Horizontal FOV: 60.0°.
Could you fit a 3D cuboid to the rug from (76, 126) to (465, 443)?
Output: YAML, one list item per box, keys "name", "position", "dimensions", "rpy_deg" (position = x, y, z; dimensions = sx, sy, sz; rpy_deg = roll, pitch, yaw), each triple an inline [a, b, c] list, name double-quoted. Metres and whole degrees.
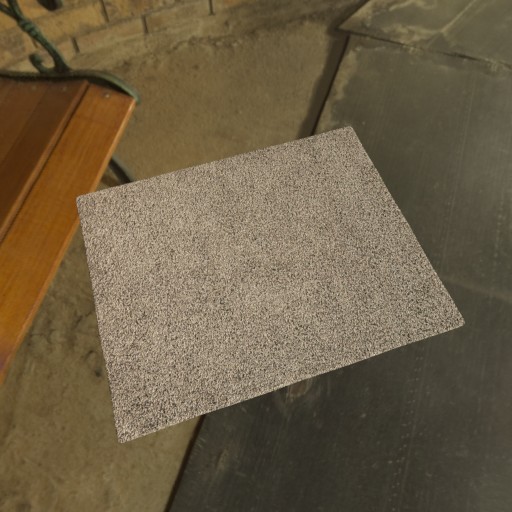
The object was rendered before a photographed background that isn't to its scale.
- name: "rug"
  position: [0.000, 0.000, 4.177]
  dimensions: [3.047, 0.029, 2.438]
  rpy_deg: [-16, 63, -8]
